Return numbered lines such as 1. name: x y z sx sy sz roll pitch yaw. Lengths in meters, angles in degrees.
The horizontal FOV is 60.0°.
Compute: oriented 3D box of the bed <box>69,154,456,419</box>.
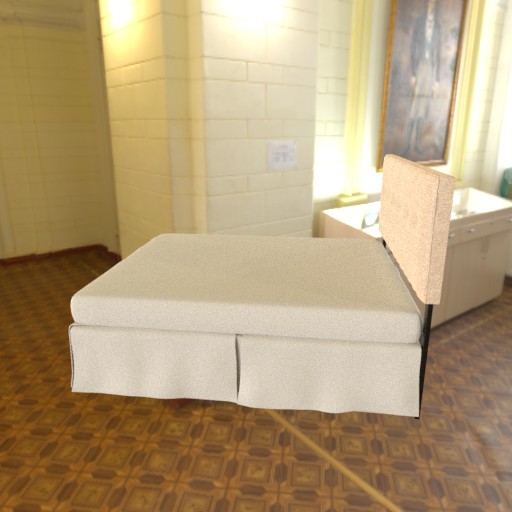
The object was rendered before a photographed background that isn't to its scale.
1. bed: 0.000 0.000 2.999 1.978 1.270 1.643 2 16 7
